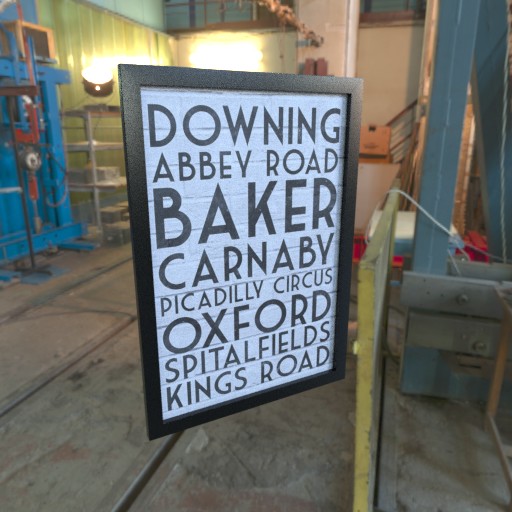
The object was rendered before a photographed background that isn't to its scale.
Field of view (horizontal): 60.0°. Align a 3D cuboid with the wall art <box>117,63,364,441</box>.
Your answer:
[{"bbox_3d":[0.000,0.000,0.852,0.462,0.656,0.019,-8,18,-27],"label":"wall art"}]
